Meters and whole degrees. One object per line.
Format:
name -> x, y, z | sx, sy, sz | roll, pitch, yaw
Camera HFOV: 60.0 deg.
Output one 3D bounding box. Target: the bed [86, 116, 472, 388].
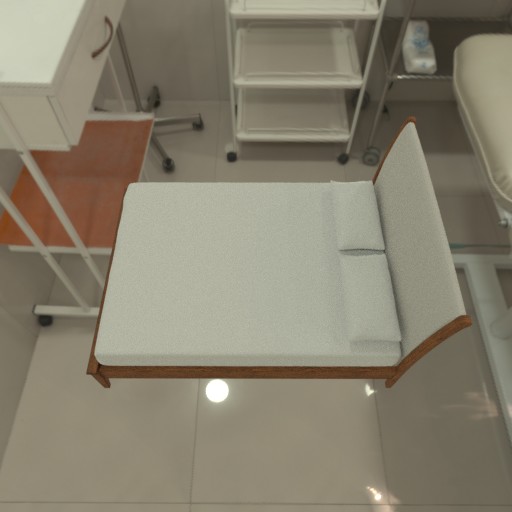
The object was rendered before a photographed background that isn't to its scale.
bed -> 0.000, 0.000, 2.989 | 2.108, 1.135, 1.502 | 0, 58, 0
